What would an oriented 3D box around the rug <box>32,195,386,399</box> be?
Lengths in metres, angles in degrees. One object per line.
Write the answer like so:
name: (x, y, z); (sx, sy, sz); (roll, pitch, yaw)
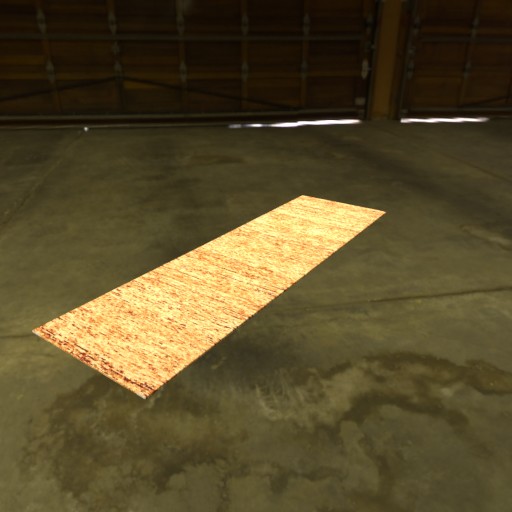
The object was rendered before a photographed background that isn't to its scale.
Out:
rug: (0.000, 0.000, 2.467); (0.680, 0.014, 2.237); (17, 30, 31)
